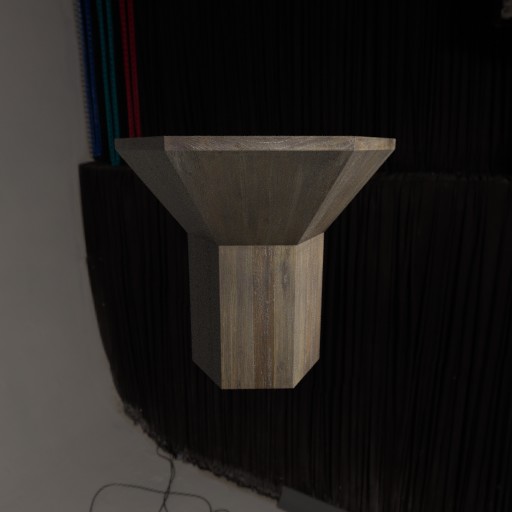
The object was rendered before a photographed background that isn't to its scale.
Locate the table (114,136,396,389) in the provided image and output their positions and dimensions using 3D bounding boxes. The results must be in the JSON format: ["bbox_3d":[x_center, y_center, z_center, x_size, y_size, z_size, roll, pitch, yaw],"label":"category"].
[{"bbox_3d":[0.000,0.000,1.147,0.592,0.586,0.683,7,16,28],"label":"table"}]
